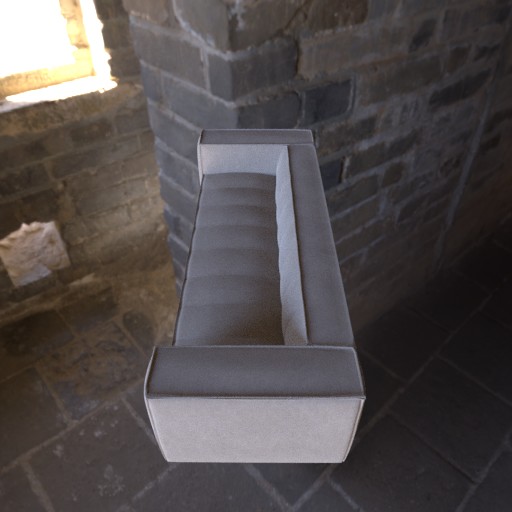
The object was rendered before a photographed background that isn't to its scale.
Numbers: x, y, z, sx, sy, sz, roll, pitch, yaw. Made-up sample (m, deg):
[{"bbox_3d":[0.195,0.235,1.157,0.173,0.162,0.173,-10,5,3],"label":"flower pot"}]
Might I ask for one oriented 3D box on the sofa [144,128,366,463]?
[{"bbox_3d":[0.000,0.000,3.129,1.038,0.680,2.697,0,41,0],"label":"sofa"}]
